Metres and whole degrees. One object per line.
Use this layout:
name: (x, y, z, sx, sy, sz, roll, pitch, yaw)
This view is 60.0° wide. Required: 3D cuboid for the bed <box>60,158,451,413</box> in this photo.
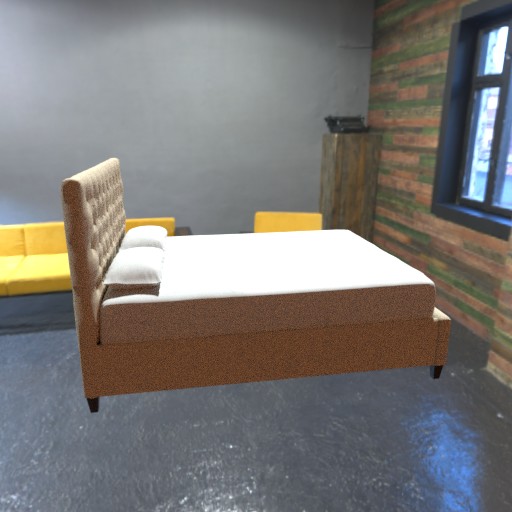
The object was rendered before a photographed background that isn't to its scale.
bed: (0.000, 0.000, 3.478, 2.387, 1.427, 1.698, -3, 16, -9)
